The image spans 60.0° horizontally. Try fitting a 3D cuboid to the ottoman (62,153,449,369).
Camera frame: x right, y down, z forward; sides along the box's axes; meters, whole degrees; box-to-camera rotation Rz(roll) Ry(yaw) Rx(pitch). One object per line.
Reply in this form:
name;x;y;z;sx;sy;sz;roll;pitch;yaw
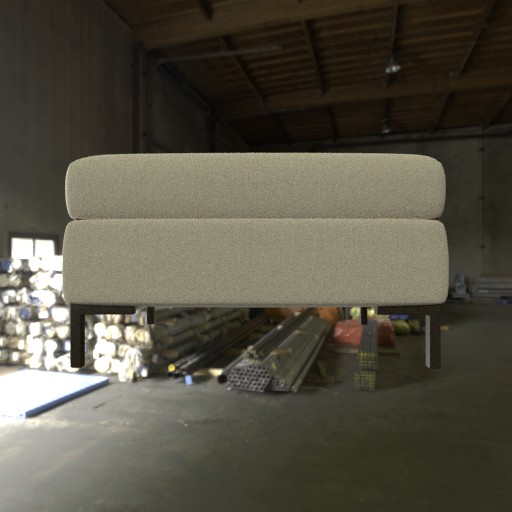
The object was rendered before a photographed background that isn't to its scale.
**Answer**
ottoman;0.000;0.000;1.195;0.794;0.453;0.657;0;-1;1
